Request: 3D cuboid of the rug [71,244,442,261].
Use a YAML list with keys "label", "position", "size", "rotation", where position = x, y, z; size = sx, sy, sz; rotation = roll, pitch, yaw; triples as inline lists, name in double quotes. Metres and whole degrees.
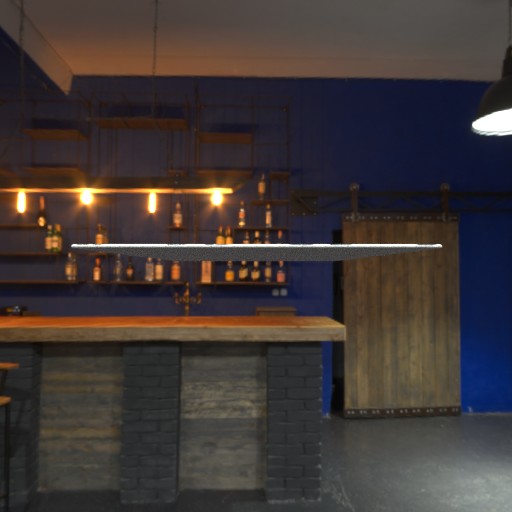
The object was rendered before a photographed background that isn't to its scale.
- label: "rug"
  position: [0.000, 0.000, 2.989]
  size: [1.521, 0.017, 2.365]
  rotation: [0, -2, 0]
